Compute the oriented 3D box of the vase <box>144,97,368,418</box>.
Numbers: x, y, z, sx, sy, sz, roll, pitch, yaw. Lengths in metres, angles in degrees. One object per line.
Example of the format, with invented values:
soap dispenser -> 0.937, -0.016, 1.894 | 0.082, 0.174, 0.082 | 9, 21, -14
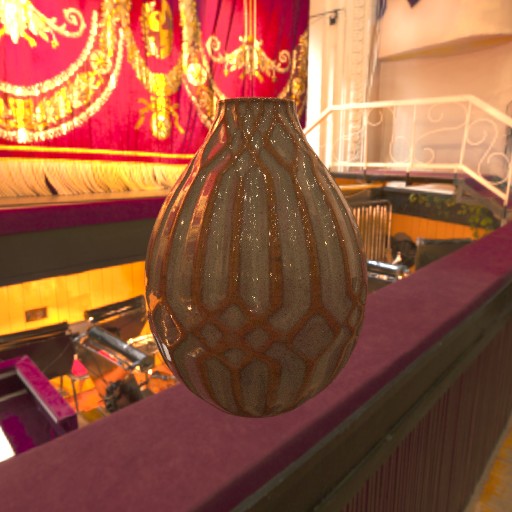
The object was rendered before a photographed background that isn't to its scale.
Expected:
vase -> 0.000, 0.000, 0.264 | 0.131, 0.175, 0.131 | 0, 13, 0
